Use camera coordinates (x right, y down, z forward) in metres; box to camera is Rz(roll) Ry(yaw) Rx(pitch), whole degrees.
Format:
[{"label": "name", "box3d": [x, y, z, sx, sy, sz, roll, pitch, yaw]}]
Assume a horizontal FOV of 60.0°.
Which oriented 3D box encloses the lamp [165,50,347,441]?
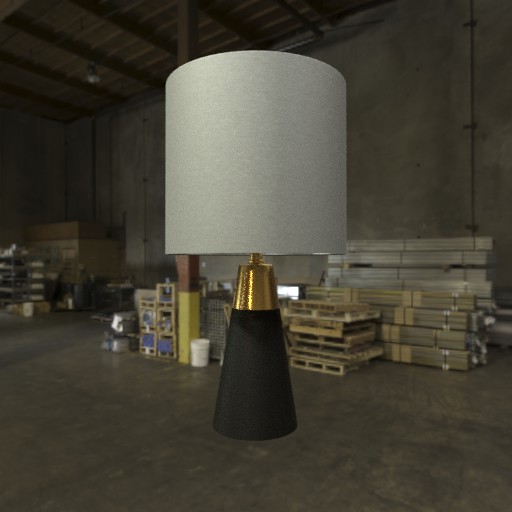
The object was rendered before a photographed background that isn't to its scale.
[{"label": "lamp", "box3d": [0.000, 0.000, 0.768, 0.308, 0.580, 0.308, -1, -1, 37]}]
